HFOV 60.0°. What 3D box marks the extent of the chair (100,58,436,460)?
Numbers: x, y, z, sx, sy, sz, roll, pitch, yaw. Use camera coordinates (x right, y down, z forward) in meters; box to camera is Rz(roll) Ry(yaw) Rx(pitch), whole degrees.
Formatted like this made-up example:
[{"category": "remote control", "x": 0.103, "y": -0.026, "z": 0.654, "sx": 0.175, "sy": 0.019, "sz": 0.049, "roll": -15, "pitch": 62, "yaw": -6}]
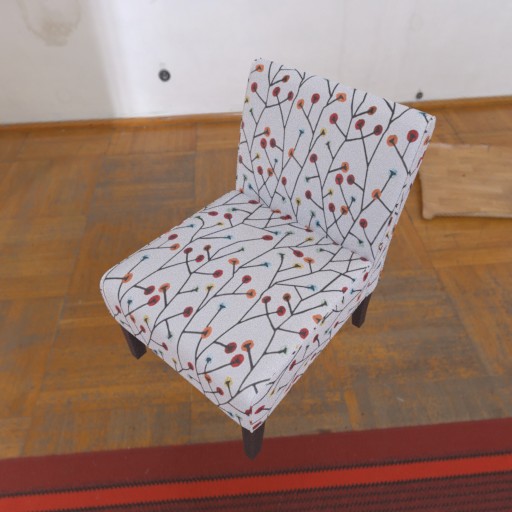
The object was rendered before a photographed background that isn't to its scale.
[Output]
[{"category": "chair", "x": 0.000, "y": 0.000, "z": 1.316, "sx": 0.597, "sy": 0.813, "sz": 0.732, "roll": 31, "pitch": 53, "yaw": 27}]
